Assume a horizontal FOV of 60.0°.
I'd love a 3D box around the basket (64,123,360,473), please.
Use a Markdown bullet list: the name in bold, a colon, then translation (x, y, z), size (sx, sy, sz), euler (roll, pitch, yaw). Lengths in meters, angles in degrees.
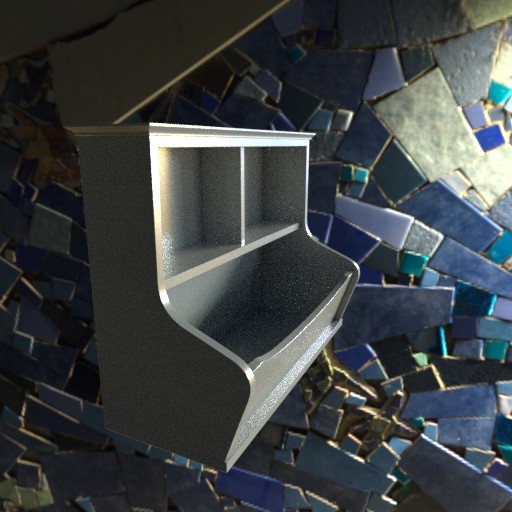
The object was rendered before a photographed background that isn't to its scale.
- **basket**: translation (0.000, 0.000, 1.096), size (0.350, 0.600, 0.780), euler (7, 16, 25)
